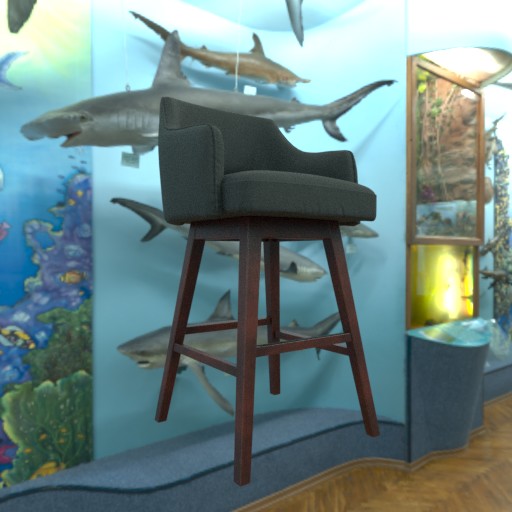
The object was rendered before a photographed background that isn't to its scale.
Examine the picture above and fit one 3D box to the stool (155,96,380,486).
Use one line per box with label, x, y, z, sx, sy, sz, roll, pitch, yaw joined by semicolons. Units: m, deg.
stool;0.000;0.000;1.331;0.548;1.012;0.558;0;1;-35
